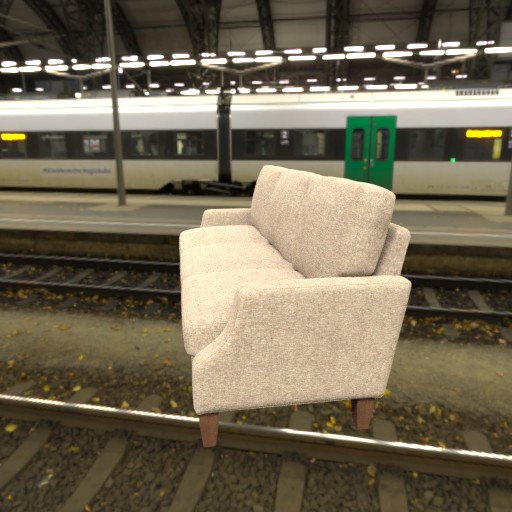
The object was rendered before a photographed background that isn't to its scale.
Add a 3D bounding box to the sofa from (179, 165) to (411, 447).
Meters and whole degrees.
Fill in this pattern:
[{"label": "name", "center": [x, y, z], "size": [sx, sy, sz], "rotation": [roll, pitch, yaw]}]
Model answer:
[{"label": "sofa", "center": [0.000, 0.000, 2.616], "size": [0.888, 0.984, 2.115], "rotation": [-2, 14, -10]}]
